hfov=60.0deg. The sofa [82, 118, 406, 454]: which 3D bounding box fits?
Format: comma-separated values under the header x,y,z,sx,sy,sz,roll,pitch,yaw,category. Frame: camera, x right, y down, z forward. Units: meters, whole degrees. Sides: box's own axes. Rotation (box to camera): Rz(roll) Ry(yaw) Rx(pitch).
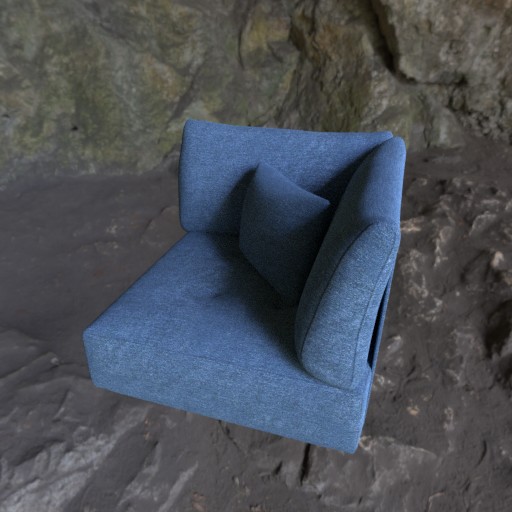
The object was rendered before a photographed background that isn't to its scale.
x,y,z,sx,sy,sz,roll,pitch,yaw,category
0.000,0.000,1.722,1.000,0.820,1.000,9,29,15,sofa
